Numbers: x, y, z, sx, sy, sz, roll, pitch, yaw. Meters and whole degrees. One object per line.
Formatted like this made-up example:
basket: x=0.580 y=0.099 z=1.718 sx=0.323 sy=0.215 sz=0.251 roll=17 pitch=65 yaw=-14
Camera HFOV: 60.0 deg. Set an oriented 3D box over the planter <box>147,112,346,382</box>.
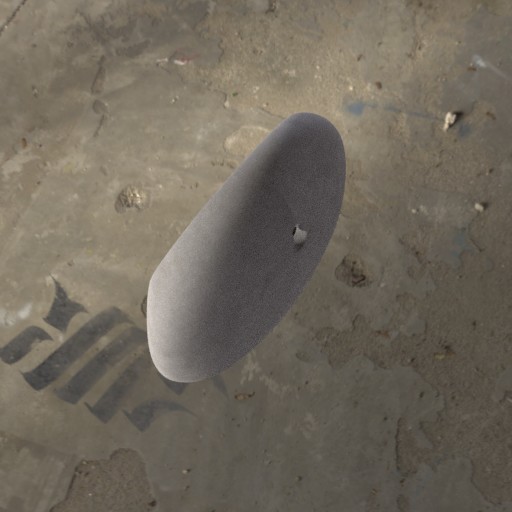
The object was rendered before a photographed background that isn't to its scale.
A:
planter: x=0.000 y=0.000 z=0.286 sx=0.071 sy=0.188 sz=0.185 roll=33 pitch=69 yaw=15
